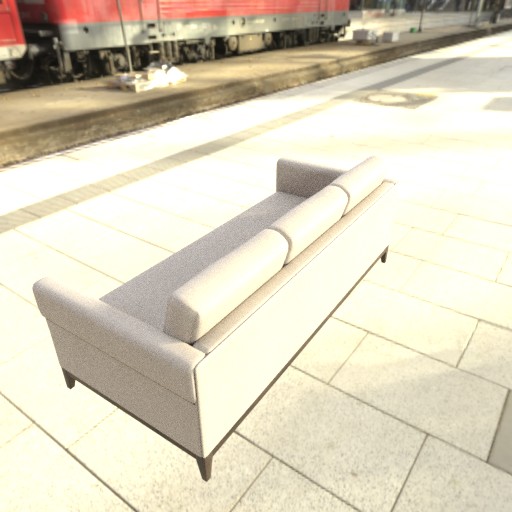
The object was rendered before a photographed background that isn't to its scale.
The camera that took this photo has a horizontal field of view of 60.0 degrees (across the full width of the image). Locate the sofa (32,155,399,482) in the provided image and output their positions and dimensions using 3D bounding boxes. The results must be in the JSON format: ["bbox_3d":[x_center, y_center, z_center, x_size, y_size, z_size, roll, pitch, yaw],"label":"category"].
[{"bbox_3d":[0.000,0.000,2.654,0.959,0.838,2.210,19,35,29],"label":"sofa"}]
